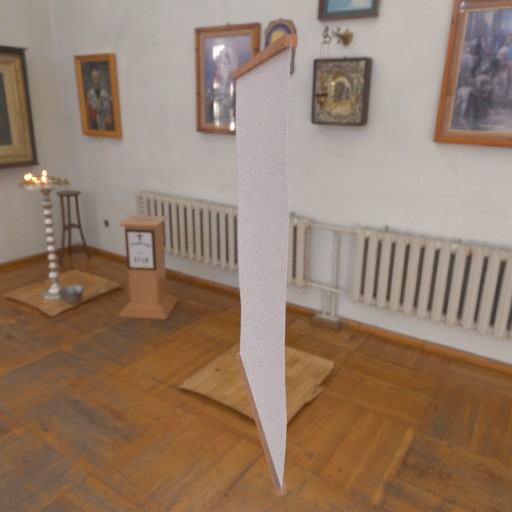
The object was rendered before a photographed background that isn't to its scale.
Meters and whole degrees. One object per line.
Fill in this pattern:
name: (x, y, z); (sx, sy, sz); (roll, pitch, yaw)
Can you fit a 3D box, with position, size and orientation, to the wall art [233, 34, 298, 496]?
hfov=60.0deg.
wall art: (0.000, 0.000, 0.620); (0.012, 0.508, 0.332); (-3, 17, -10)
